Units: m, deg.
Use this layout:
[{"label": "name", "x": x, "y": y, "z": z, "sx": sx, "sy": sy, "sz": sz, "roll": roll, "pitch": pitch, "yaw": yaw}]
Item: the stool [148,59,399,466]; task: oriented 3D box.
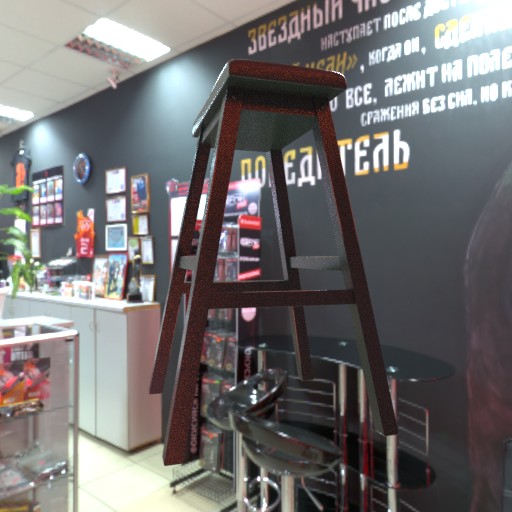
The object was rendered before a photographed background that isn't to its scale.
[{"label": "stool", "x": 0.000, "y": 0.000, "z": 1.063, "sx": 0.476, "sy": 0.737, "sz": 0.457, "roll": 0, "pitch": 0, "yaw": -17}]
